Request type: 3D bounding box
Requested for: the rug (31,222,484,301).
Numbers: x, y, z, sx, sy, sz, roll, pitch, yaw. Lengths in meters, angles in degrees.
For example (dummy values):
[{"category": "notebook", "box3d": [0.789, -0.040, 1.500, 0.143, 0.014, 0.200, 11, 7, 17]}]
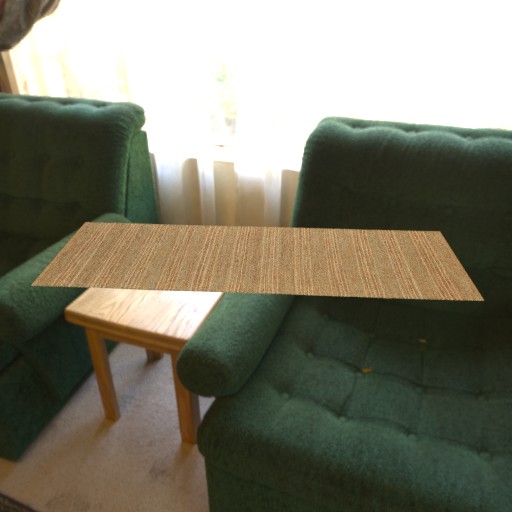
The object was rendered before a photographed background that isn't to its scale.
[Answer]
[{"category": "rug", "box3d": [0.000, 0.000, 2.713, 2.438, 0.006, 0.783, 2, 31, 3]}]
